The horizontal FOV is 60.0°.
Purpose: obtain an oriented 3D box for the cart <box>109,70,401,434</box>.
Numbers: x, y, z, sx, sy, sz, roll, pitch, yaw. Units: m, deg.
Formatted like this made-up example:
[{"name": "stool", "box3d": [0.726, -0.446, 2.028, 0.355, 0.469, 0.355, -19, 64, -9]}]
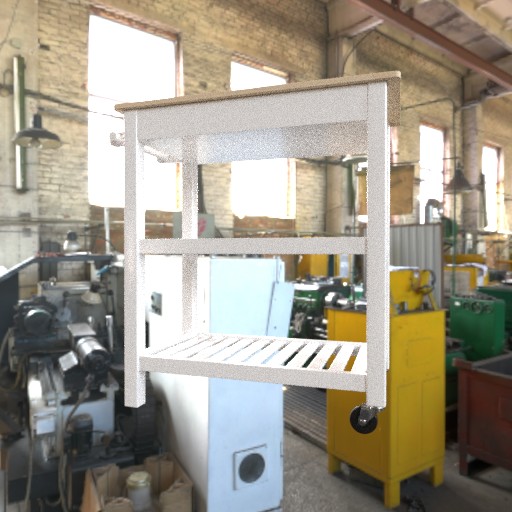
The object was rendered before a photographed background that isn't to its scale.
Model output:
[{"name": "cart", "box3d": [0.000, 0.000, 1.455, 0.899, 0.927, 0.457, 0, 1, 18]}]
